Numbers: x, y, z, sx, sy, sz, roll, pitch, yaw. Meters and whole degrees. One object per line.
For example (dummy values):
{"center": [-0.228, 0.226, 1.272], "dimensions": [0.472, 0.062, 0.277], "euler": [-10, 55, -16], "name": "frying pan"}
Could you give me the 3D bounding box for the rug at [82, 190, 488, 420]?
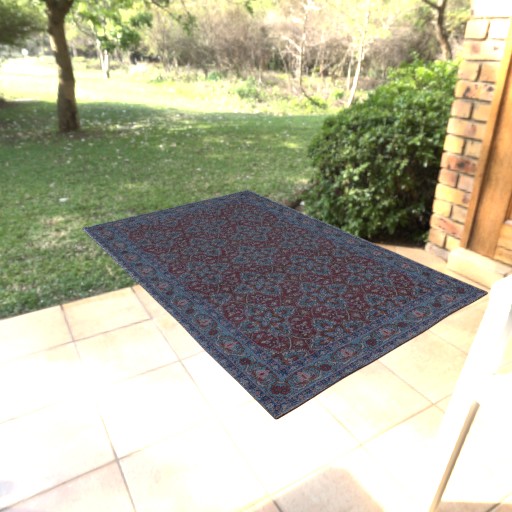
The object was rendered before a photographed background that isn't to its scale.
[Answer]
{"center": [0.000, 0.000, 2.296], "dimensions": [1.219, 0.009, 1.829], "euler": [-18, 32, -32], "name": "rug"}
